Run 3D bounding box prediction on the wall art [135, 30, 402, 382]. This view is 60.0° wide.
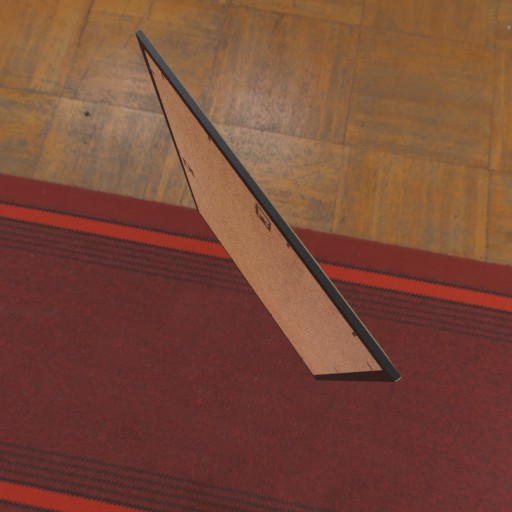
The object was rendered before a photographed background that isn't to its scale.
[{"bbox_3d":[0.000,0.000,0.864,0.018,0.660,0.559,-34,77,-9],"label":"wall art"}]
